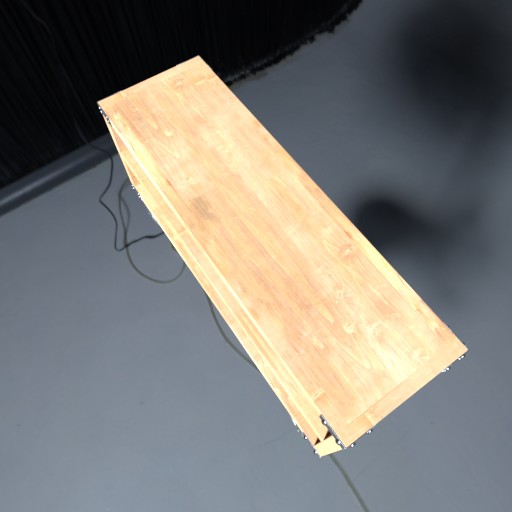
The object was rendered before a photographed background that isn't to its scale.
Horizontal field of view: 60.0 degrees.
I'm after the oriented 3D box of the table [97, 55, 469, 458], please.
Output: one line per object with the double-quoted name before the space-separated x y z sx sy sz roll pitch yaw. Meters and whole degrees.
"table" 0.000 0.000 1.790 0.467 0.711 1.487 -32 68 -15
